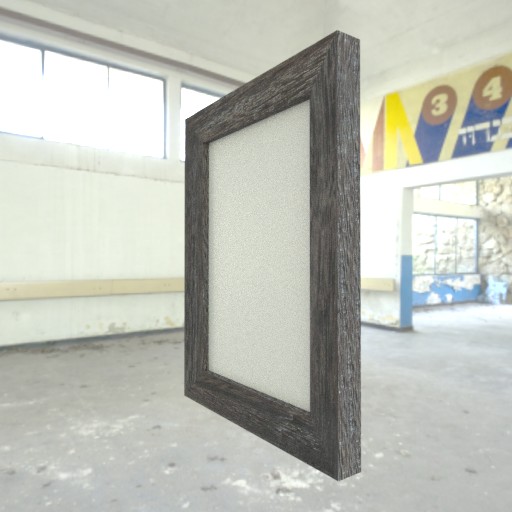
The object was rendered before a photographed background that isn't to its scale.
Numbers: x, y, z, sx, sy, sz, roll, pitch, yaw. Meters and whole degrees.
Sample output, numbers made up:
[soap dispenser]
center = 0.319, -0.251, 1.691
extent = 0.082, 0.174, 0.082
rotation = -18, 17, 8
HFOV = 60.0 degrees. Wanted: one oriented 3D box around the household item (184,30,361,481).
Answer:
[household item]
center = 0.000, 0.000, 0.277
extent = 0.020, 0.210, 0.160
rotation = 0, -1, -35
